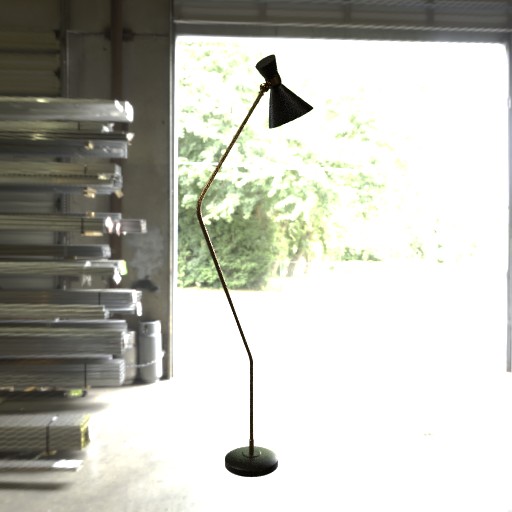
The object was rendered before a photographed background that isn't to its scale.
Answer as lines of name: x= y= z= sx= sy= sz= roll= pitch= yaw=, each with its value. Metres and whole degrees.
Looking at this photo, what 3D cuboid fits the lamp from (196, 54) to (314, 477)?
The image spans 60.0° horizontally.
lamp: x=0.000 y=0.000 z=1.582 sx=0.467 sy=1.438 sz=0.277 roll=0 pitch=0 yaw=-17
